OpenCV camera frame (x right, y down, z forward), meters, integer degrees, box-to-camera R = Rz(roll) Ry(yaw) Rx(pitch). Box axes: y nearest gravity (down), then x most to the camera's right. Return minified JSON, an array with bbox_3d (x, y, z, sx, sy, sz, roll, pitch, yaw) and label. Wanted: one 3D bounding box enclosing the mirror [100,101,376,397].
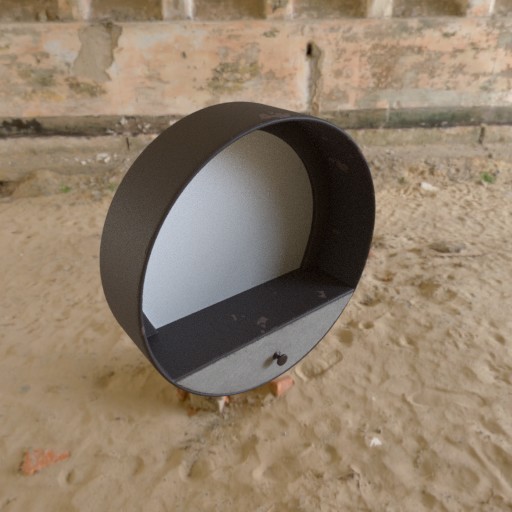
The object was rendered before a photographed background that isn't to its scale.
[{"bbox_3d":[0.000,0.000,0.604,0.386,0.386,0.126,-21,36,-32],"label":"mirror"}]
